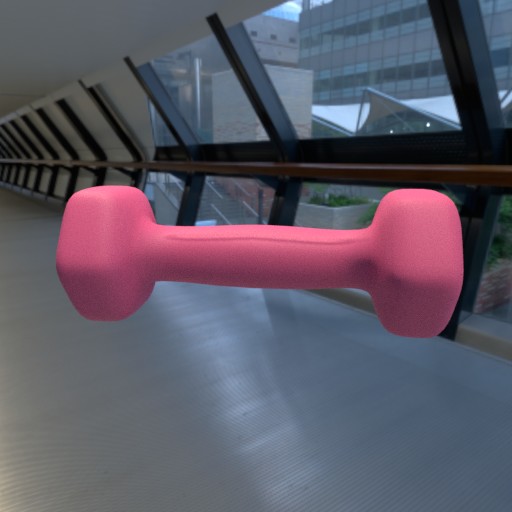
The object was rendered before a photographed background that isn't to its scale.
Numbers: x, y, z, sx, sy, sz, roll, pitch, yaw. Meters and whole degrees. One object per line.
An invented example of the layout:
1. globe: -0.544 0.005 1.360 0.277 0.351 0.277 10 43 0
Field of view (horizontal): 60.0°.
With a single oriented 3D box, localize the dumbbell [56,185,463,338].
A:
1. dumbbell: 0.000 0.000 0.174 0.146 0.053 0.058 2 14 8
